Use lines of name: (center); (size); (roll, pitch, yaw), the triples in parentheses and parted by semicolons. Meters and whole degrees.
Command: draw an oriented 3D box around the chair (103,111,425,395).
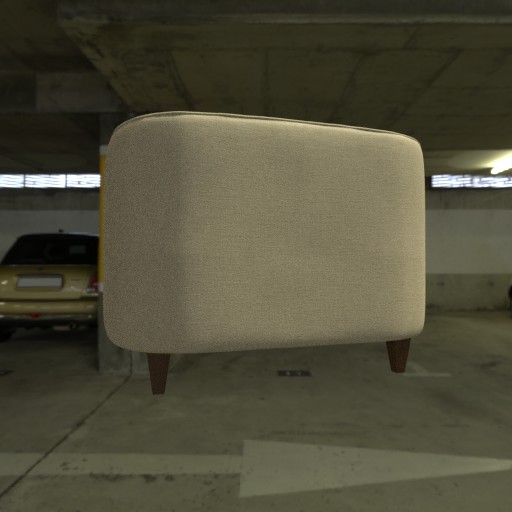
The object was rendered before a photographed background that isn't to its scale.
chair: (0.000, 0.000, 1.705); (1.118, 0.787, 0.914); (0, -1, -18)
